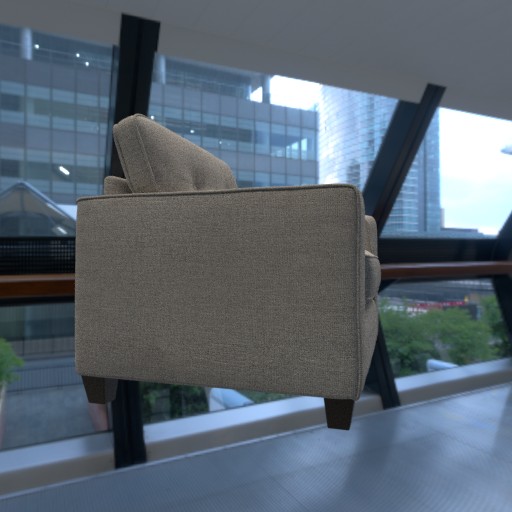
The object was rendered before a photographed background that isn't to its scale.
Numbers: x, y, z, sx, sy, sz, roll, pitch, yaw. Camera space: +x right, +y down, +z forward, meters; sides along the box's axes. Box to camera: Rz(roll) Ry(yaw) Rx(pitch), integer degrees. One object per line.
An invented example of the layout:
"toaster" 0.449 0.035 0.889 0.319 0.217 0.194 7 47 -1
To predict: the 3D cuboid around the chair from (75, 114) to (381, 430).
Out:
"chair" 0.000 0.000 1.756 0.939 0.965 1.015 0 -1 18
